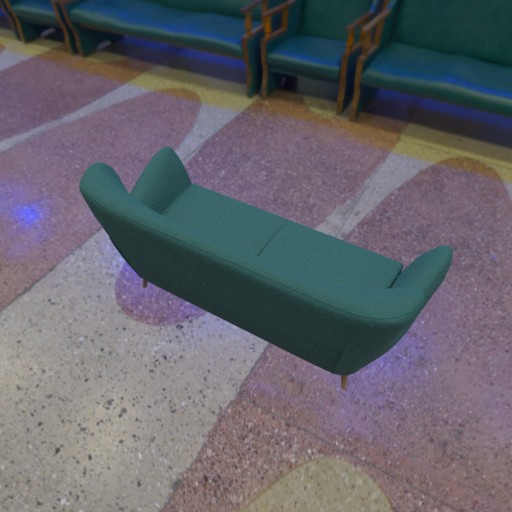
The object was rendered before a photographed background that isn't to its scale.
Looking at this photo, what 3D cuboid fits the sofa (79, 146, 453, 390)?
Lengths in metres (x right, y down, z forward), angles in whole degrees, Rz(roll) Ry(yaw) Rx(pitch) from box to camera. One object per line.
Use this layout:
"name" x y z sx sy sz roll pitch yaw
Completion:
"sofa" 0.000 0.000 2.522 1.930 0.890 0.889 23 51 21
